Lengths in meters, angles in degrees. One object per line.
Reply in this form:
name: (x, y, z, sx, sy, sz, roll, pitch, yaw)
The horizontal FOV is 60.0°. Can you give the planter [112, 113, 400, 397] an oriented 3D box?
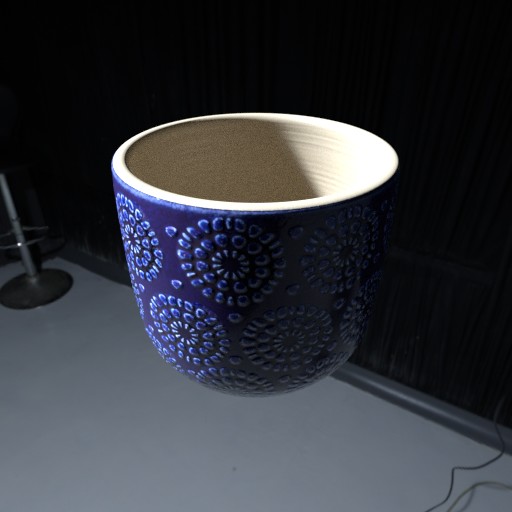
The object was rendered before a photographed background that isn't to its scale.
planter: (0.000, 0.000, 0.298, 0.165, 0.149, 0.165, 0, 32, 0)
